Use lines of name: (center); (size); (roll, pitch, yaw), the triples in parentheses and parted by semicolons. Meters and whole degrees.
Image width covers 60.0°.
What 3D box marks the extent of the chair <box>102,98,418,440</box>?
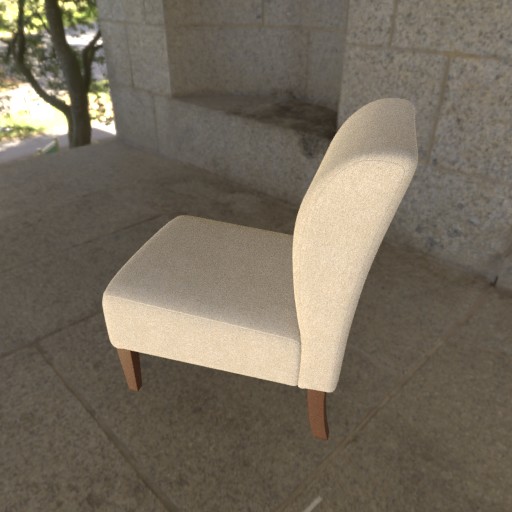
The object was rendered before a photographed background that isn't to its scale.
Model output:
chair: (0.000, 0.000, 1.293); (0.754, 0.833, 0.521); (8, 32, 14)
